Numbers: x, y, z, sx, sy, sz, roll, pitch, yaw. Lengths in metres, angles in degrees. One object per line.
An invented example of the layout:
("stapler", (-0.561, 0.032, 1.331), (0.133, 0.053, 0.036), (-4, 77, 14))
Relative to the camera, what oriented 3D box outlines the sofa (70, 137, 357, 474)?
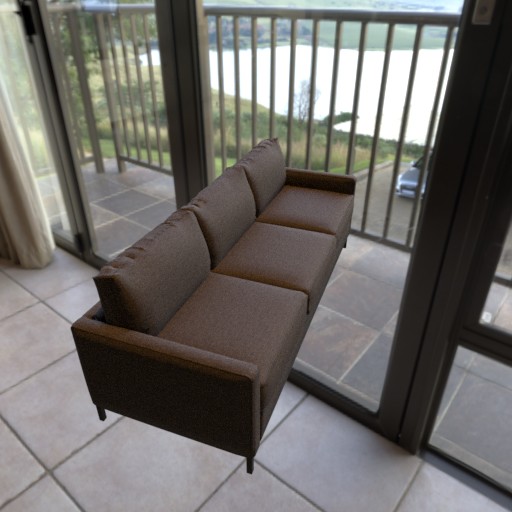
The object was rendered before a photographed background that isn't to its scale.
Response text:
("sofa", (0.000, 0.000, 2.741), (0.876, 0.882, 2.253), (11, 33, 18))
